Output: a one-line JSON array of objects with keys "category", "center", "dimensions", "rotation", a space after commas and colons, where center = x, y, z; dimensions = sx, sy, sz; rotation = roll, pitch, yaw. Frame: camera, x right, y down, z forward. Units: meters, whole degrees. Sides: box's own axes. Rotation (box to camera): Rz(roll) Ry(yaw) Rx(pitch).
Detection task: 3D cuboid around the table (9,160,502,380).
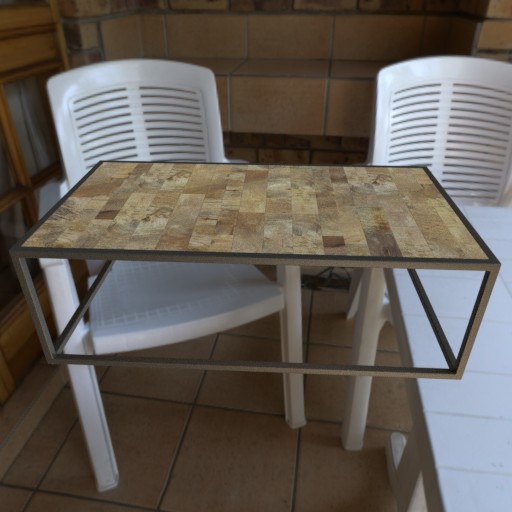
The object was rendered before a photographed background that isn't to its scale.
[{"category": "table", "center": [0.000, 0.000, 1.454], "dimensions": [1.199, 0.398, 0.649], "rotation": [2, 32, 3]}]
